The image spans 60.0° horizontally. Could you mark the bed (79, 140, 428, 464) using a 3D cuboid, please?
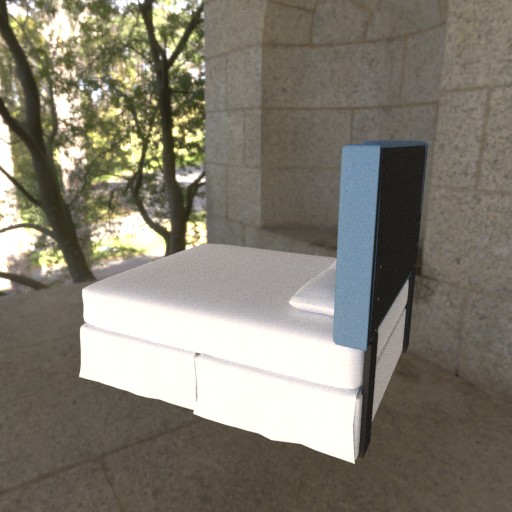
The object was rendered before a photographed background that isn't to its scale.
[{"bbox_3d":[0.000,0.000,3.292,2.078,1.665,1.719,7,16,26],"label":"bed"}]
